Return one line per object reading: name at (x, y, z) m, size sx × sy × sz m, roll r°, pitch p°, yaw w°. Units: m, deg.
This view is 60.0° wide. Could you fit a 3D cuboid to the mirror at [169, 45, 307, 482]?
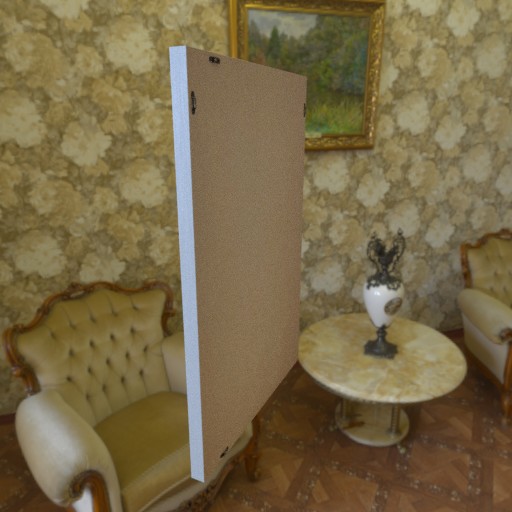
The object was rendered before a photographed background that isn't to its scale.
mirror at (0.000, 0.000, 1.151) m, size 0.040 × 0.915 × 0.609 m, roll 8°, pitch 19°, yaw 25°
